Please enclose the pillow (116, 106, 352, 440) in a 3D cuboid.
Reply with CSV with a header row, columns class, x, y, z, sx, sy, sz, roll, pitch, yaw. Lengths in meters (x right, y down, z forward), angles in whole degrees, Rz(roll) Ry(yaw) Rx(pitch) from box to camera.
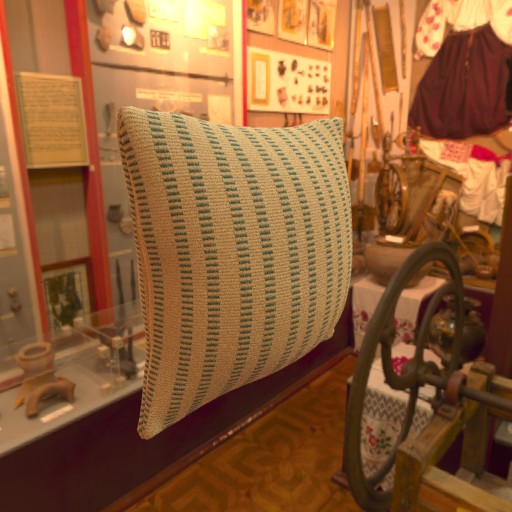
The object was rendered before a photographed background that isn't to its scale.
class,x,y,z,sx,sy,sz,roll,pitch,yaw
pillow,0.000,0.000,0.679,0.247,0.419,0.438,14,20,41
